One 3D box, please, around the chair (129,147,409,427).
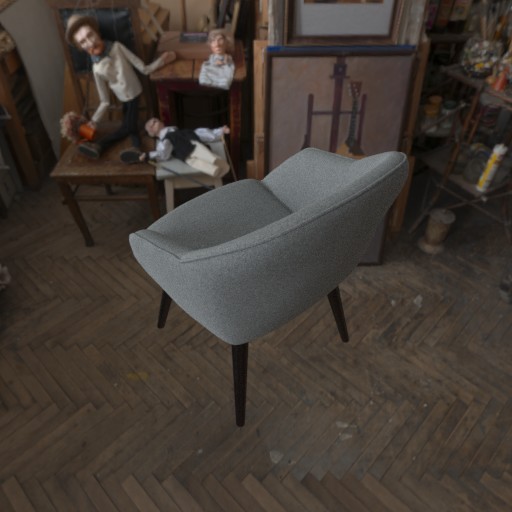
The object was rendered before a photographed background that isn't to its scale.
[{"bbox_3d":[0.000,0.000,1.249,0.589,0.810,0.611,-31,53,-26],"label":"chair"}]
